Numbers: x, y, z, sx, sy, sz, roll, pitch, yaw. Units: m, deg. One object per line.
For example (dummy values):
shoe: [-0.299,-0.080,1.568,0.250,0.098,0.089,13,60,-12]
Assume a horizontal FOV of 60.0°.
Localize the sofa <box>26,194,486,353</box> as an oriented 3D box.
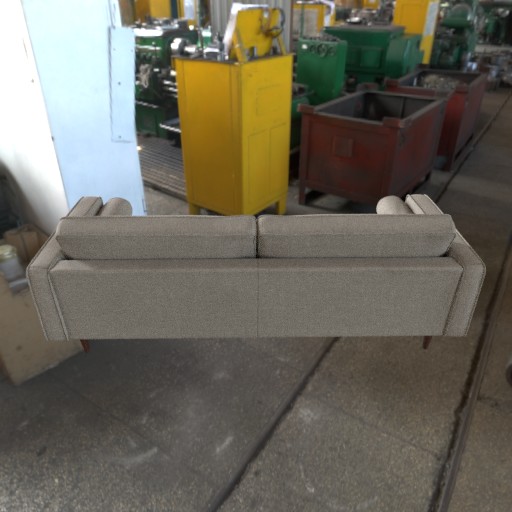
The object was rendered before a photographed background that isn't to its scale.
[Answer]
sofa: [0.000,0.000,2.556,2.211,0.762,0.914,0,31,-1]
